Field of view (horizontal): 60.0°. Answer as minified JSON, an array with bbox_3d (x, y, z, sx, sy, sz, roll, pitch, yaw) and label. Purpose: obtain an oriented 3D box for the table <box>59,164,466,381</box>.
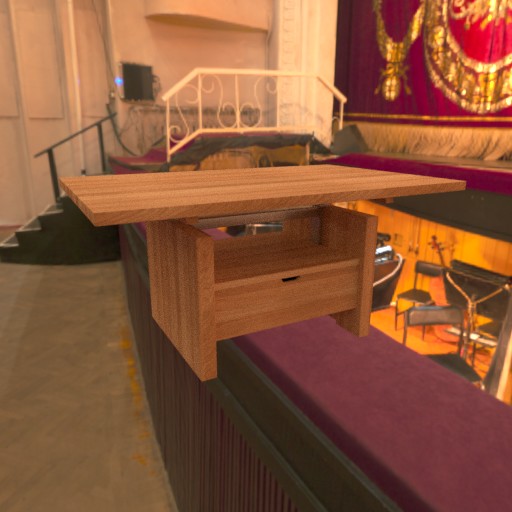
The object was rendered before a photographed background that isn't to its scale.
[{"bbox_3d":[0.000,0.000,1.486,1.100,0.510,0.700,-9,18,-27],"label":"table"}]
